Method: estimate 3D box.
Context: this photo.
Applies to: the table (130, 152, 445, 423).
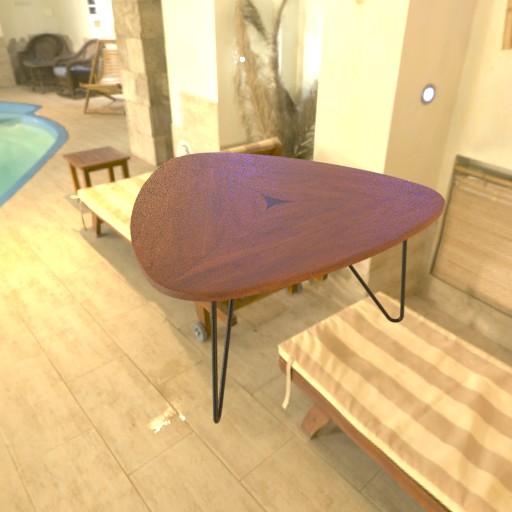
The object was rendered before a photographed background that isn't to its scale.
[{"bbox_3d":[0.000,0.000,1.322,0.833,0.413,0.821,-20,35,-30],"label":"table"}]
